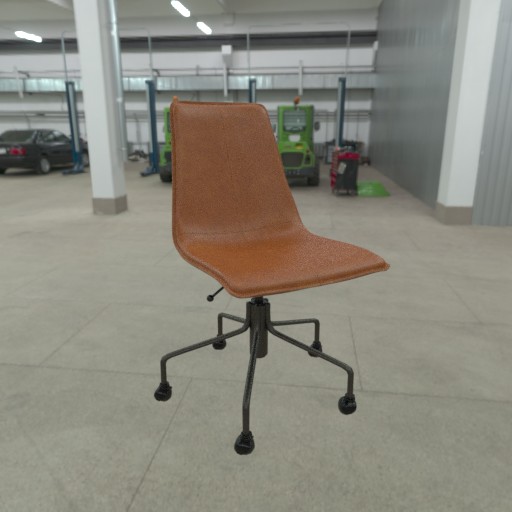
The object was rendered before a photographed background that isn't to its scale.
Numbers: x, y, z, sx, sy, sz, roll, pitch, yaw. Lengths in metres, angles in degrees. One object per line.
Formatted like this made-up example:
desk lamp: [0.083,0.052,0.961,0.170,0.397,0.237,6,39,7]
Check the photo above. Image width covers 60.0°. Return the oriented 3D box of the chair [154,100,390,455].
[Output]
chair: [0.000,0.000,1.360,0.651,0.920,0.660,-9,18,-27]
